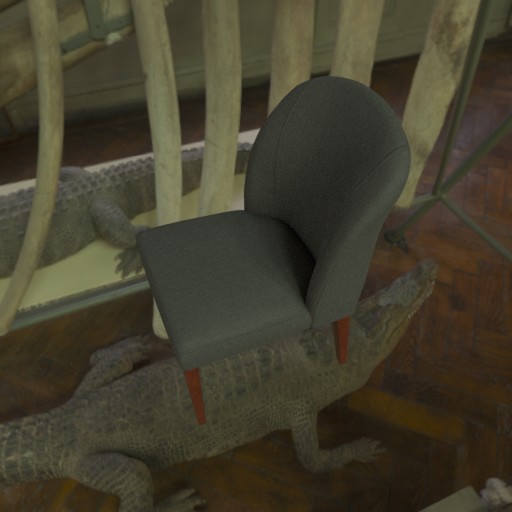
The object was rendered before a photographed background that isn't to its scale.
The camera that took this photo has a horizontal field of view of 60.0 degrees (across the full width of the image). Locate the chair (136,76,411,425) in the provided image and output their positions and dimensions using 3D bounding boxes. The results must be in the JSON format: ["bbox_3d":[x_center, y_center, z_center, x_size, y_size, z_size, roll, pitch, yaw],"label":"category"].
[{"bbox_3d":[0.000,0.000,1.285,0.619,0.879,0.506,-17,49,-16],"label":"chair"}]
